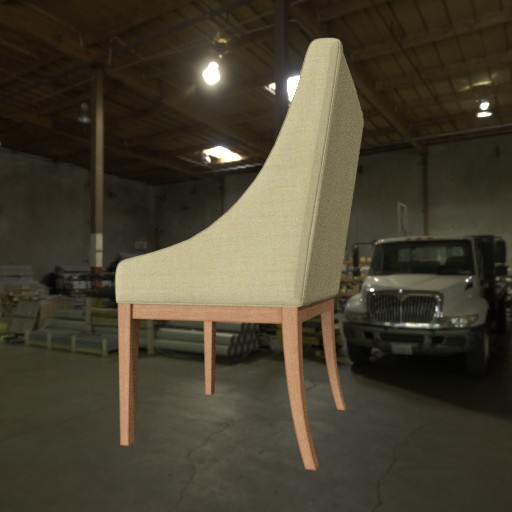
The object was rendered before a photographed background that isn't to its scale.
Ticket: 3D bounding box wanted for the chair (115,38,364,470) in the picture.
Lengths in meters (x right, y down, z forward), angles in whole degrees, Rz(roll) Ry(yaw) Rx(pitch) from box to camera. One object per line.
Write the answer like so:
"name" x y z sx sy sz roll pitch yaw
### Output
"chair" 0.000 0.000 1.365 0.611 1.021 0.575 -1 -2 19
